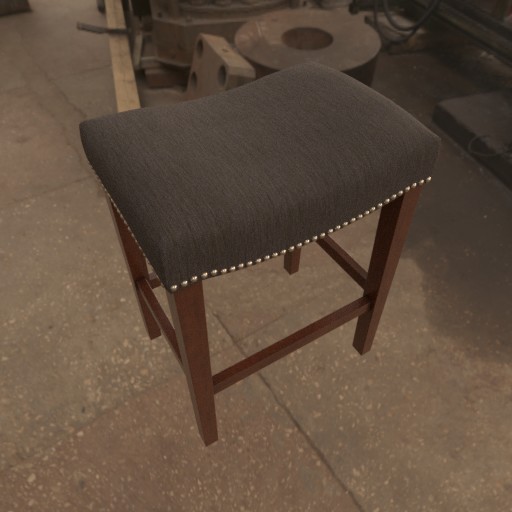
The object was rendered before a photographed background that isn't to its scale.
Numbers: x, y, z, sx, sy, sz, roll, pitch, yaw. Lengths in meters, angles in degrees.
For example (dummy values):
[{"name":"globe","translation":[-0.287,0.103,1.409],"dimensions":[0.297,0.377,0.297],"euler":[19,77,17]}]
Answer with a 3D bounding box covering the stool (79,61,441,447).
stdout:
[{"name":"stool","translation":[0.000,0.000,0.948],"dimensions":[0.504,0.654,0.372],"euler":[-24,50,-21]}]
